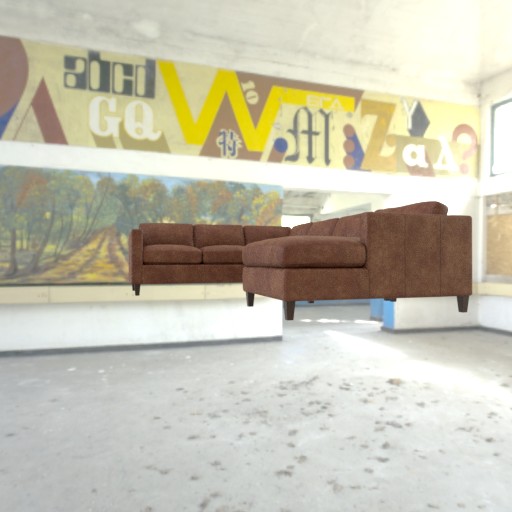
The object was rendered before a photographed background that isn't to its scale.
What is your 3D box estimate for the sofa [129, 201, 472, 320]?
[{"bbox_3d":[0.000,0.000,4.609,2.452,0.888,3.324,0,0,-18],"label":"sofa"}]
